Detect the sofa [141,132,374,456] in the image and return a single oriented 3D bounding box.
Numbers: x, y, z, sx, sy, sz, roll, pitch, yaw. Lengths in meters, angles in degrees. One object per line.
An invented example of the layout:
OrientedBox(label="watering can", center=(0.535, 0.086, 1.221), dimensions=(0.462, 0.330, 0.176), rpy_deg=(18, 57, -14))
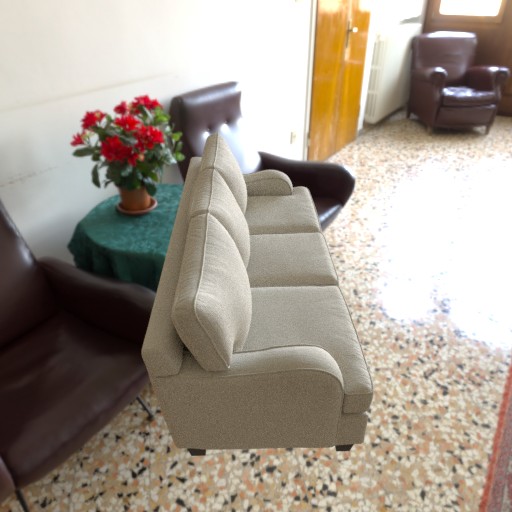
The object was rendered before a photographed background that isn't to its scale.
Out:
OrientedBox(label="sofa", center=(0.000, 0.000, 2.908), dimensions=(1.016, 0.991, 2.323), rpy_deg=(-1, 32, -2))
